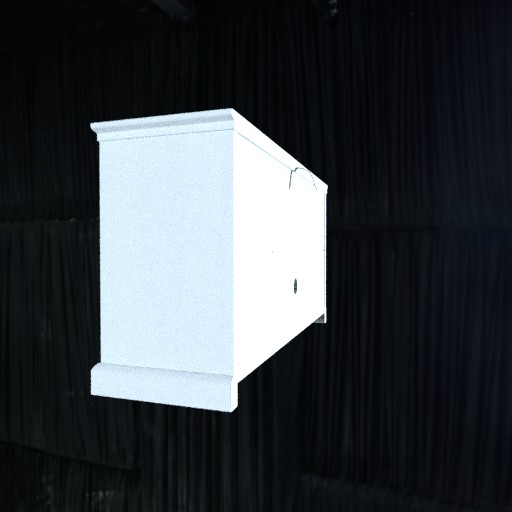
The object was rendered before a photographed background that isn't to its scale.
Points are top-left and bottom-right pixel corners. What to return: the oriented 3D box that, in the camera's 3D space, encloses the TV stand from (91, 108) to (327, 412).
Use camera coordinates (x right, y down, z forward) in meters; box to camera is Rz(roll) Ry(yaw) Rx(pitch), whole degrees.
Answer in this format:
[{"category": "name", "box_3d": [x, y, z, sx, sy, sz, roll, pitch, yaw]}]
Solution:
[{"category": "TV stand", "box_3d": [0.000, 0.000, 1.513, 0.424, 0.624, 1.187, 0, 1, 18]}]
